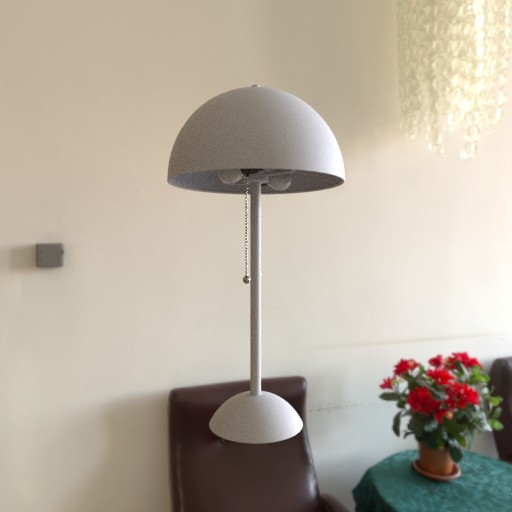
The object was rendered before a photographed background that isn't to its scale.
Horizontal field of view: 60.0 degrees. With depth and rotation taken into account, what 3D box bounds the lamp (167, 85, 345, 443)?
[{"bbox_3d":[0.000,0.000,0.435,0.171,0.330,0.171,0,1,0],"label":"lamp"}]
